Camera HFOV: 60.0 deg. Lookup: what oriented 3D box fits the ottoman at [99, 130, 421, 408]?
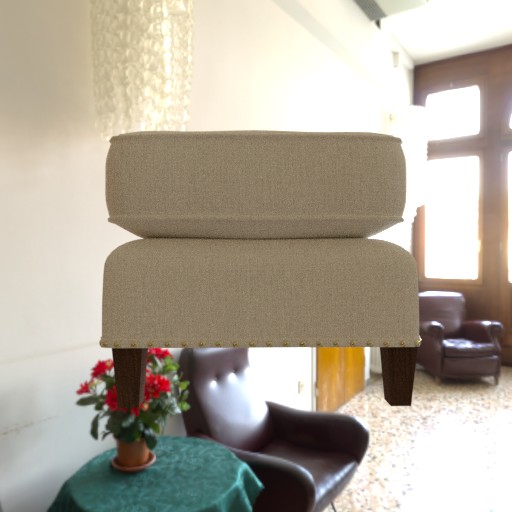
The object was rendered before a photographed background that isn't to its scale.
[{"bbox_3d":[0.000,0.000,1.142,0.589,0.537,0.738,0,1,-1],"label":"ottoman"}]
